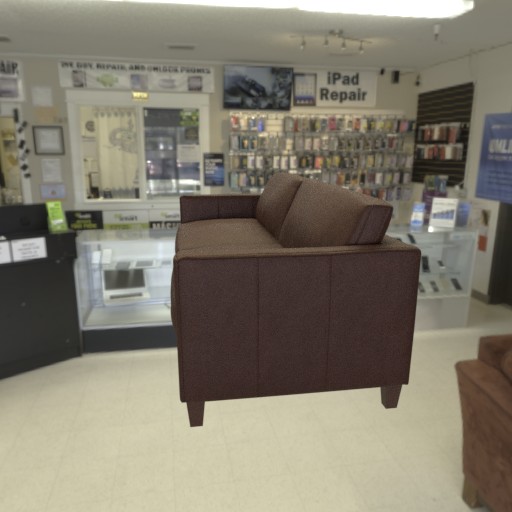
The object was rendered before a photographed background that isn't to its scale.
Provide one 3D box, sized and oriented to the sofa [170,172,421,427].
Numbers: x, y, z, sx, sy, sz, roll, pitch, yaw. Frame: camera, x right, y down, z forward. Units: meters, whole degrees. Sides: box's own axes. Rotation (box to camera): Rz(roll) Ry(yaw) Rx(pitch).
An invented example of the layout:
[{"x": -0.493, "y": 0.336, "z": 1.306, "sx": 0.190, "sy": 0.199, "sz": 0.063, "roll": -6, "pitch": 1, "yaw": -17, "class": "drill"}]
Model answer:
[{"x": 0.000, "y": 0.000, "z": 2.514, "sx": 0.923, "sy": 0.863, "sz": 1.971, "roll": -2, "pitch": 14, "yaw": -9, "class": "sofa"}]
